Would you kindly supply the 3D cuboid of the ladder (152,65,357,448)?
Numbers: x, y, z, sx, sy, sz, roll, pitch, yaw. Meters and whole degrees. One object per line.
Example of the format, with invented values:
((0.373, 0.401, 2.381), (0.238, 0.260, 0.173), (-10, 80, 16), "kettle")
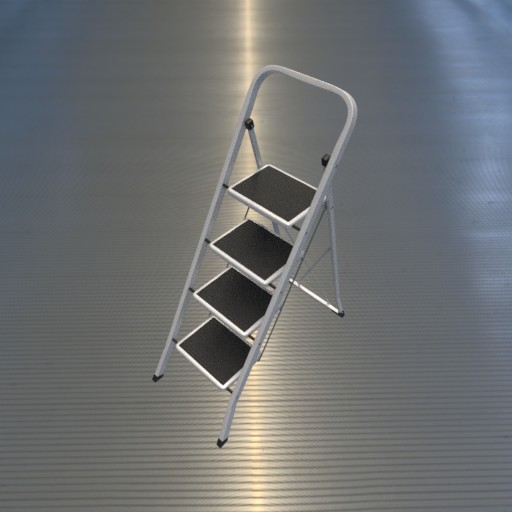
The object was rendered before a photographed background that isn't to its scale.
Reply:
((0.000, 0.000, 1.724), (0.460, 1.265, 0.914), (34, 54, 29), "ladder")
